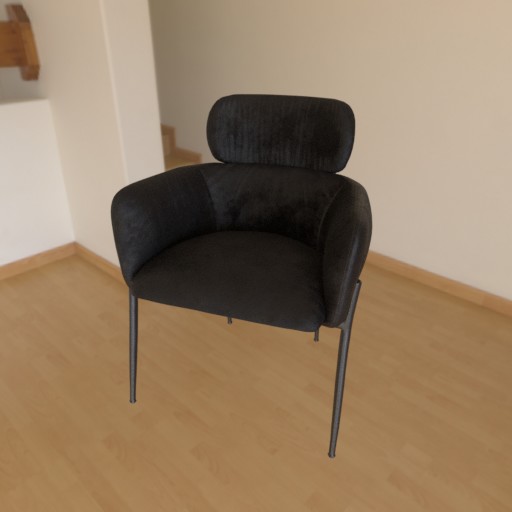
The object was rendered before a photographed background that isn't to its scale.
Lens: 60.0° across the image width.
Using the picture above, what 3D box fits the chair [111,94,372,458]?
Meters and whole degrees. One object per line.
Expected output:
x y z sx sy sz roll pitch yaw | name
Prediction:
0.000 0.000 1.295 0.640 0.818 0.604 9 29 16 | chair
